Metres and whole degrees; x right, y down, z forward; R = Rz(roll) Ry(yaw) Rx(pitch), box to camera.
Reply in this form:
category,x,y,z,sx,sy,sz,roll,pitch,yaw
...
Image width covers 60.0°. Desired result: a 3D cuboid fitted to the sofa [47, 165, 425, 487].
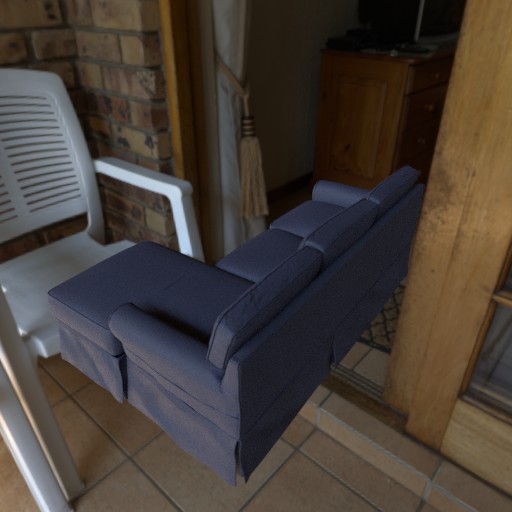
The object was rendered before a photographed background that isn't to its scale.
category,x,y,z,sx,sy,sz,roll,pitch,yaw
sofa,0.000,0.000,3.291,1.637,1.039,2.518,21,37,30
